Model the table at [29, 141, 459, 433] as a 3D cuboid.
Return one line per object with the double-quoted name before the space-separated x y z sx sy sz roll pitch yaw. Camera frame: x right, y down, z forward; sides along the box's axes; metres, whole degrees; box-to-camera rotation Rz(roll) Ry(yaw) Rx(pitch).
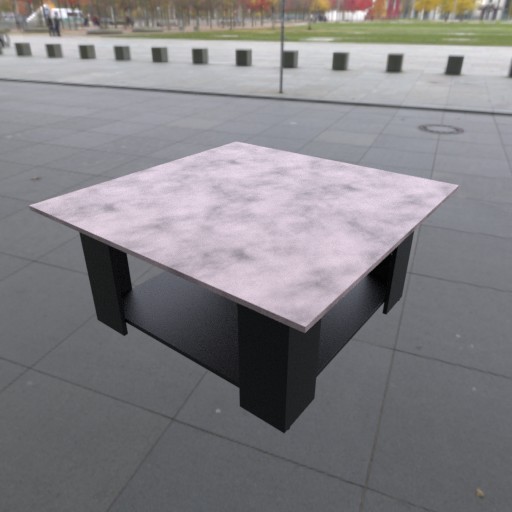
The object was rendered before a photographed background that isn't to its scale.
"table" 0.000 0.000 1.042 0.670 0.305 0.670 20 34 32
